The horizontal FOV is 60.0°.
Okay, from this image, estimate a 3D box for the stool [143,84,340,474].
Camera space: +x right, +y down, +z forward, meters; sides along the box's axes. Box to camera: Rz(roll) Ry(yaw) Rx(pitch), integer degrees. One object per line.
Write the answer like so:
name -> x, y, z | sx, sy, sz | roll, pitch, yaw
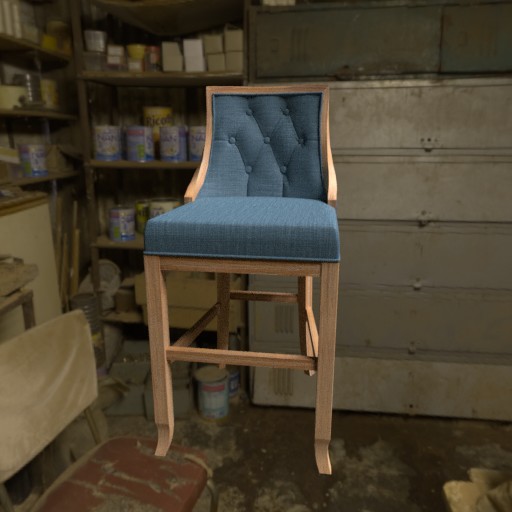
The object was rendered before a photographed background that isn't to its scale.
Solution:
stool -> 0.000, 0.000, 1.450 | 0.524, 1.101, 0.626 | 2, 15, 8
